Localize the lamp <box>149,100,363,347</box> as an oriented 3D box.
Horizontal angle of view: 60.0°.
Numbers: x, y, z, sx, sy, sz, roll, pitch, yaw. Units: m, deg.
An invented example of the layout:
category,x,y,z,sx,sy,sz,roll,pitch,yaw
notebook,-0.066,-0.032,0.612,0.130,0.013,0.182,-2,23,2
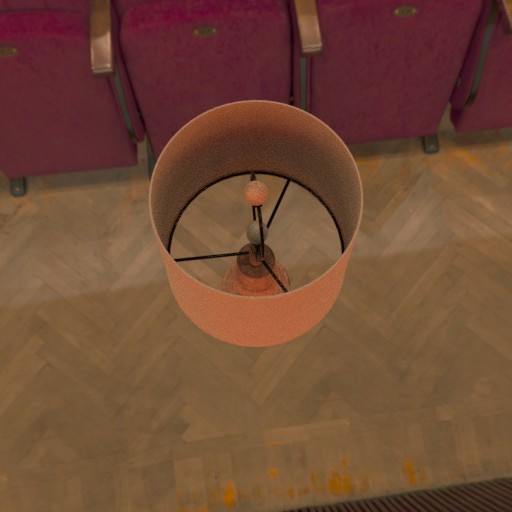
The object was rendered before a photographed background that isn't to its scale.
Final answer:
category,x,y,z,sx,sy,sz,roll,pitch,yaw
lamp,0.000,0.000,0.676,0.273,0.497,0.273,0,74,0
